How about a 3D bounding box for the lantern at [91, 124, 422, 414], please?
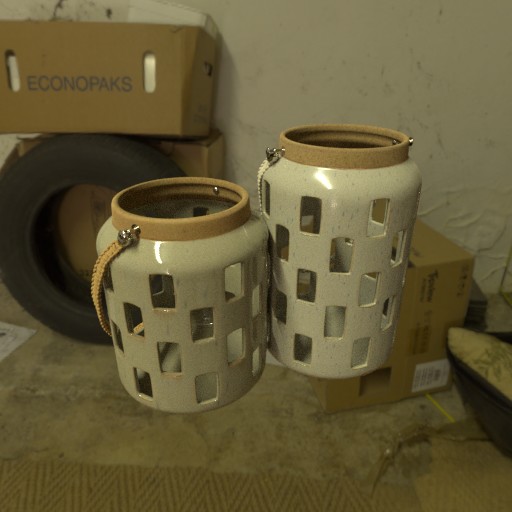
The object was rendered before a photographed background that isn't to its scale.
[{"bbox_3d":[0.000,0.000,0.488,0.347,0.255,0.184,-8,27,-15],"label":"lantern"}]
